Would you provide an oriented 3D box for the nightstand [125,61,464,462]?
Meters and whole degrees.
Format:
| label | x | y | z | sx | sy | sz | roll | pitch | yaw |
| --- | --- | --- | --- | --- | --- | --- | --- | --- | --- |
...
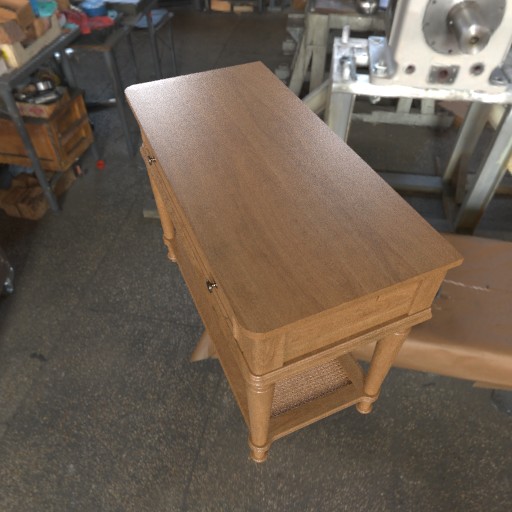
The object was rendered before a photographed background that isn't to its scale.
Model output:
| label | x | y | z | sx | sy | sz | roll | pitch | yaw |
| --- | --- | --- | --- | --- | --- | --- | --- | --- | --- |
| nightstand | 0.000 | 0.000 | 1.293 | 0.432 | 0.700 | 0.914 | -18 | 49 | -16 |
